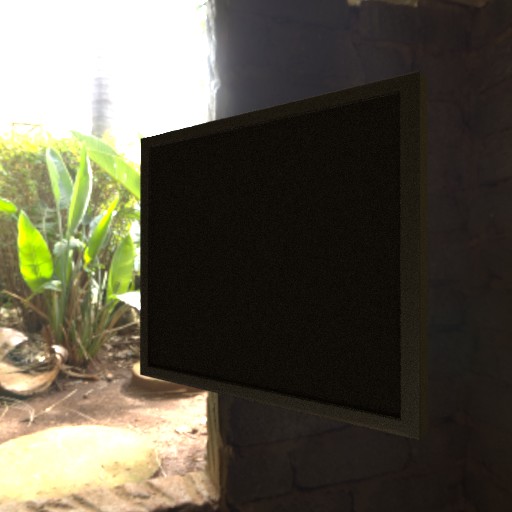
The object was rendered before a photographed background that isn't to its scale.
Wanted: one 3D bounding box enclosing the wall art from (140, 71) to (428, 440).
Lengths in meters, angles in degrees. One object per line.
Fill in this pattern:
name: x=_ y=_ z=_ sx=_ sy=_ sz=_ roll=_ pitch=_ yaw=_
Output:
wall art: x=0.000 y=0.000 z=0.517 sx=0.380 sy=0.330 sz=0.028 roll=0 pitch=0 yaw=36
